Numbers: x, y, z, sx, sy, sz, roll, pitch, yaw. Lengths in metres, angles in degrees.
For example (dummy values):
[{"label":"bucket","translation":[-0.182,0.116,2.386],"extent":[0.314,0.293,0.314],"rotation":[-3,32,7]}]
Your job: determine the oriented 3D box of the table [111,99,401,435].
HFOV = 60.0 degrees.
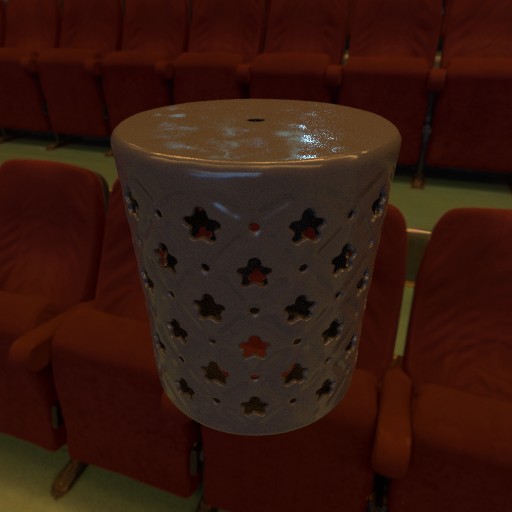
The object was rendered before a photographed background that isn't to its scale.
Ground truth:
[{"label":"table","translation":[0.000,0.000,0.643],"extent":[0.352,0.387,0.352],"rotation":[0,29,0]}]
